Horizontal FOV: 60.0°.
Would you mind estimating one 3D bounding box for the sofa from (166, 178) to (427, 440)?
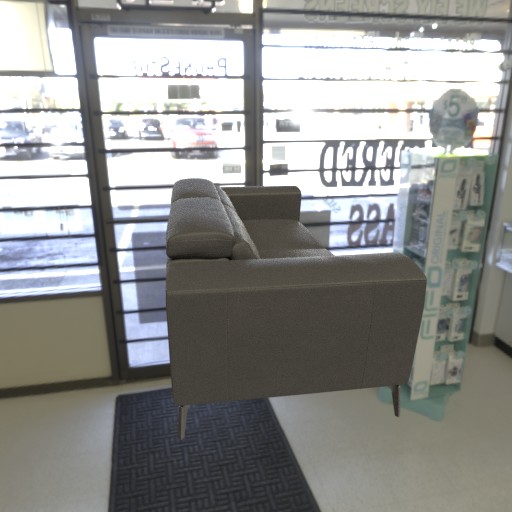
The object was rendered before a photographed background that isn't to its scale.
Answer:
[{"bbox_3d":[0.000,0.000,2.823,1.048,0.814,2.330,-3,18,-8],"label":"sofa"}]
